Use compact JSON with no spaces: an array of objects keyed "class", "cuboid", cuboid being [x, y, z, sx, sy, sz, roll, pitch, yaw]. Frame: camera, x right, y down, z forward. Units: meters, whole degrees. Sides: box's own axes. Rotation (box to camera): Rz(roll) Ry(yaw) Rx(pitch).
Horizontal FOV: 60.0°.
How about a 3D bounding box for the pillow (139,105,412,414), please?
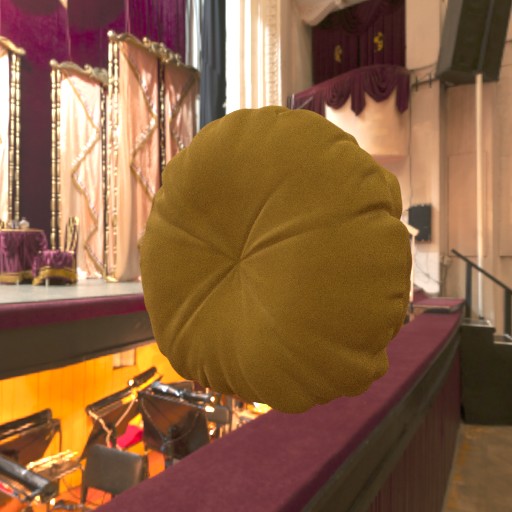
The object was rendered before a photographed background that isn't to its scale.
[{"class":"pillow","cuboid":[0.000,0.000,0.625,0.428,0.407,0.148,0,0,35]}]
